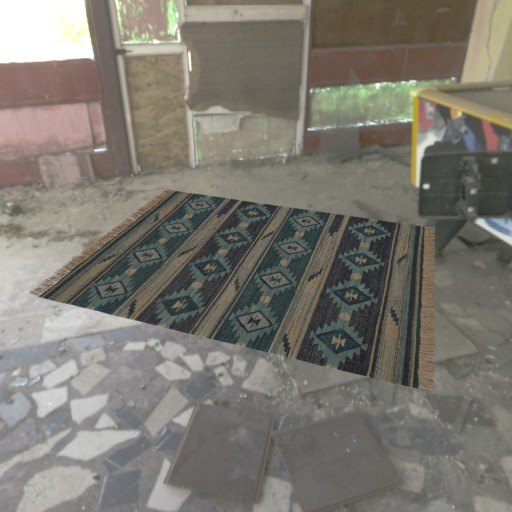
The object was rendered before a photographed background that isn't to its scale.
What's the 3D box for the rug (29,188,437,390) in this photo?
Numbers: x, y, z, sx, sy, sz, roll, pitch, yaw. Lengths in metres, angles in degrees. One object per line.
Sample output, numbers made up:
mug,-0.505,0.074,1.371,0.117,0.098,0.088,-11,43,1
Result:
rug,0.000,0.000,4.295,3.307,0.047,2.418,10,33,16
